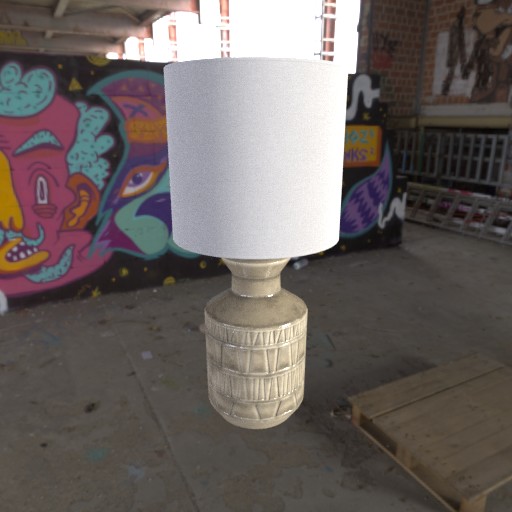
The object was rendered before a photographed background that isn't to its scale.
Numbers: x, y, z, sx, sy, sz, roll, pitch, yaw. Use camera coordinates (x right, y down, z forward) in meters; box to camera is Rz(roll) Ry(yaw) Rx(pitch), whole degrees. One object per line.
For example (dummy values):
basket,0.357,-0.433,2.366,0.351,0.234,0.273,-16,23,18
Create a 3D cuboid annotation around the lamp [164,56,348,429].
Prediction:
lamp,0.000,0.000,0.583,0.211,0.455,0.211,-2,17,-7
